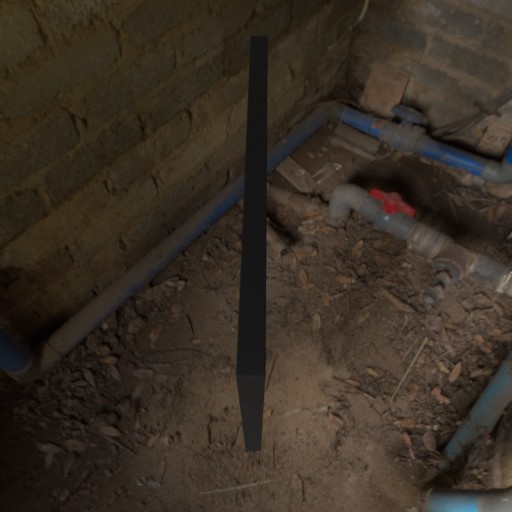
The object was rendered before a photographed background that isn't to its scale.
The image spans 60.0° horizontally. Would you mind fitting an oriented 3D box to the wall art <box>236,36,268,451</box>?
[{"bbox_3d":[0.000,0.000,0.767,0.029,0.458,0.559,1,58,1],"label":"wall art"}]
